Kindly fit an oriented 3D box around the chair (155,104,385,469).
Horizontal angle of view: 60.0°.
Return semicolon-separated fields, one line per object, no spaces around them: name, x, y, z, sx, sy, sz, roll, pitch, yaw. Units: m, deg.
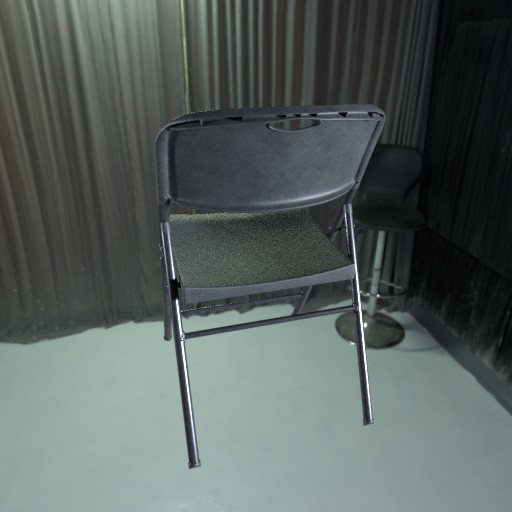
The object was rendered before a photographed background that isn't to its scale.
chair;0.000;0.000;1.169;0.494;0.810;0.566;-7;26;-15
